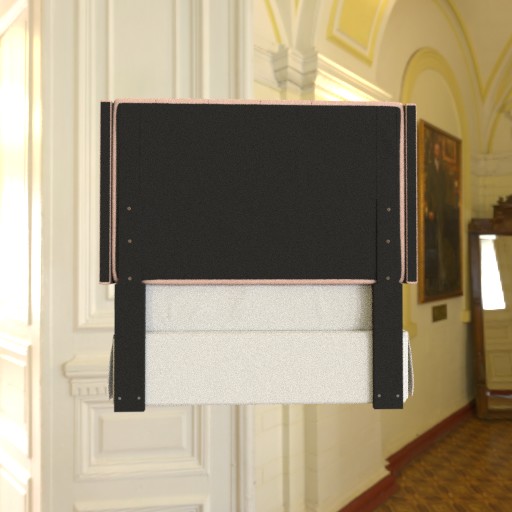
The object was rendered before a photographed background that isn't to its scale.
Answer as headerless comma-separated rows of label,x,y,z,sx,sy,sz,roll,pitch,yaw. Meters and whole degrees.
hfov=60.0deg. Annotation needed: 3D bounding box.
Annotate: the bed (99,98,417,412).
bed,0.000,0.000,3.384,1.719,1.665,2.066,0,-1,-2
